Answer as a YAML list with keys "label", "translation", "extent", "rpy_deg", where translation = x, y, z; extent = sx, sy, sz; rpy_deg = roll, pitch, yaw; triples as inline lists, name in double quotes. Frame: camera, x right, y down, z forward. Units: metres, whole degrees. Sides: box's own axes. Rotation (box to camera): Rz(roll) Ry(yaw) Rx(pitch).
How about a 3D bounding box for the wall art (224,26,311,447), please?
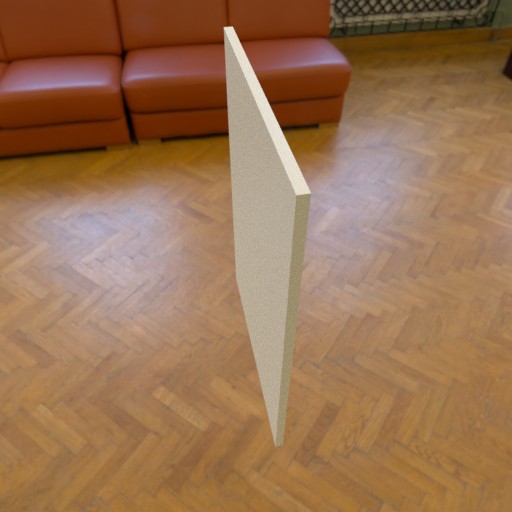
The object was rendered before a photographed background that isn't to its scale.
- label: "wall art"
  translation: [0.000, 0.000, 0.680]
  extent: [0.013, 0.533, 0.381]
  rpy_deg: [-9, 47, -8]
